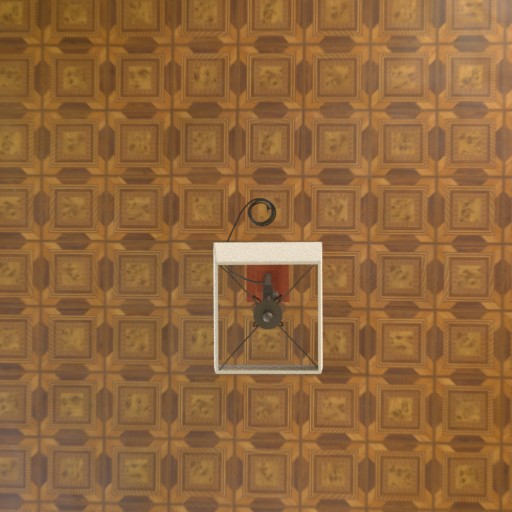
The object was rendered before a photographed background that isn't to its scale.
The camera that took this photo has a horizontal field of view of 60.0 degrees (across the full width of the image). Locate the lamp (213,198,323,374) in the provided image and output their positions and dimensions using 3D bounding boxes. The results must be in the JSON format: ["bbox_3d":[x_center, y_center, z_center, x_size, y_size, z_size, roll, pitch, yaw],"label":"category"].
[{"bbox_3d":[0.000,0.000,2.027,0.472,1.712,0.745,0,90,2],"label":"lamp"}]
